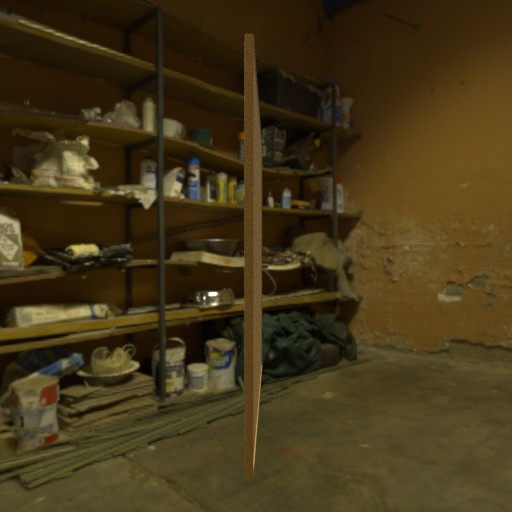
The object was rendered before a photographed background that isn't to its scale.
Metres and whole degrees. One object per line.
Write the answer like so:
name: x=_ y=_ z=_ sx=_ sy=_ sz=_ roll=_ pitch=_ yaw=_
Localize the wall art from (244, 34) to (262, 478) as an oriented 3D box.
wall art: x=0.000 y=0.000 z=0.982 sx=0.014 sy=0.655 sz=0.657 roll=0 pitch=0 yaw=2
